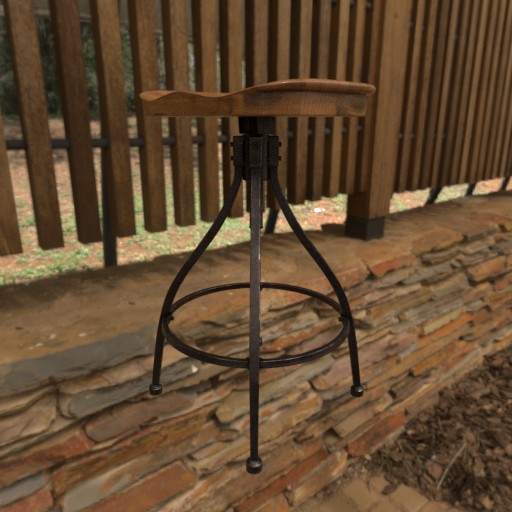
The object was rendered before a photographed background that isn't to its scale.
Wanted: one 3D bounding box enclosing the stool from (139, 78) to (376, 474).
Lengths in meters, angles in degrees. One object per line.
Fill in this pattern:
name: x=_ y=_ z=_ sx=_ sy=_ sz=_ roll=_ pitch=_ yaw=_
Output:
stool: x=0.000 y=0.000 z=0.972 sx=0.424 sy=0.694 sz=0.432 roll=-16 pitch=23 yaw=-42
